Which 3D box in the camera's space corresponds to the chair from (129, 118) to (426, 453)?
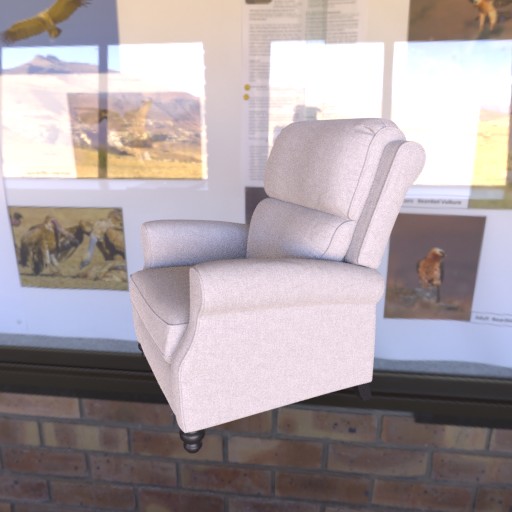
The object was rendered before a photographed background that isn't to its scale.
[{"bbox_3d":[0.000,0.000,1.760,0.919,1.046,0.859,-7,17,-24],"label":"chair"}]
